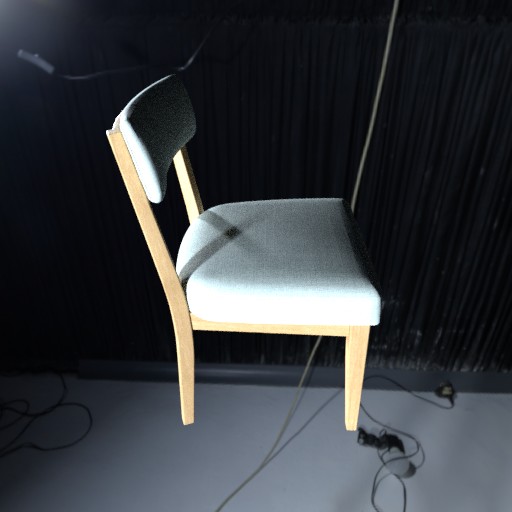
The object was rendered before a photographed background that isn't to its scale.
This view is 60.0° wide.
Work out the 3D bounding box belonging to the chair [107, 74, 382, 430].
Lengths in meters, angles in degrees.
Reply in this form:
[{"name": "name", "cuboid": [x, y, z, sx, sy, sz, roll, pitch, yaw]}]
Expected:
[{"name": "chair", "cuboid": [0.000, 0.000, 1.180, 0.572, 0.832, 0.508, 1, 32, 1]}]
